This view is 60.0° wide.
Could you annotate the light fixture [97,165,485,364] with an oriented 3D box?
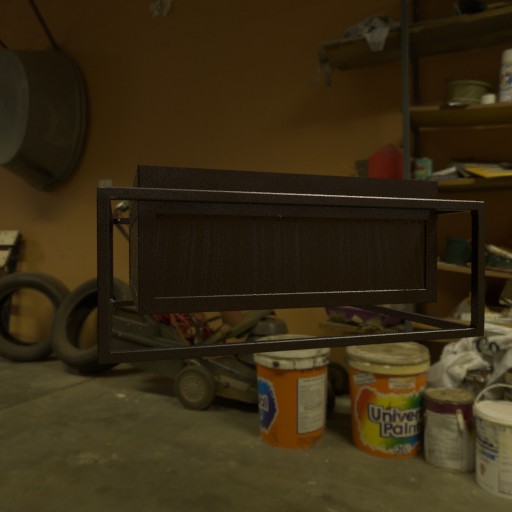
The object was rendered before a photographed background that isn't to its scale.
[{"bbox_3d":[0.000,0.000,0.679,0.441,0.191,0.441,0,1,-17],"label":"light fixture"}]
